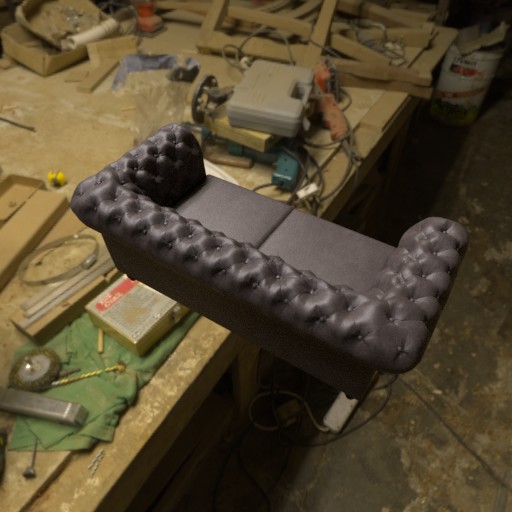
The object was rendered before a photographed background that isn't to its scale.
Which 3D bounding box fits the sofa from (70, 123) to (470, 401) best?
[{"bbox_3d":[0.000,0.000,2.580,2.048,0.779,0.944,24,51,22],"label":"sofa"}]
